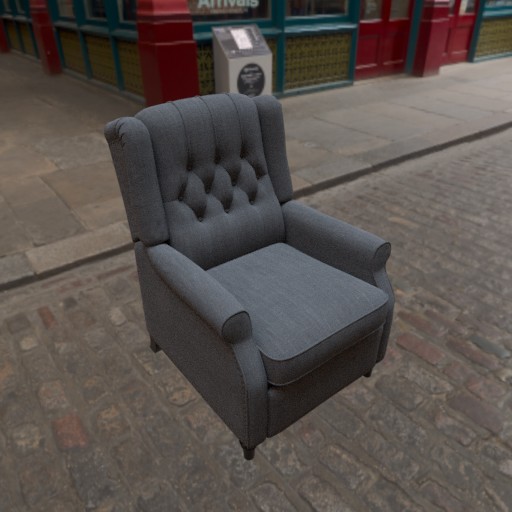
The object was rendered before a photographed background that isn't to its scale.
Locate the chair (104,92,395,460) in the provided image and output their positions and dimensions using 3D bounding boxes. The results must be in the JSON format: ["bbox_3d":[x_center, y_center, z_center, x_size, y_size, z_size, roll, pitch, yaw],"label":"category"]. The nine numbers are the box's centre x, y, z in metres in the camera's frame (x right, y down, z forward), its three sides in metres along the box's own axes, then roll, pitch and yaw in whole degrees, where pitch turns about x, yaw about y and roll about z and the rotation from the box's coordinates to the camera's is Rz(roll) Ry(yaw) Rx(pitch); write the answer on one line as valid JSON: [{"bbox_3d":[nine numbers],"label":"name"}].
[{"bbox_3d":[0.000,0.000,1.646,0.742,1.035,0.898,-22,37,-32],"label":"chair"}]
